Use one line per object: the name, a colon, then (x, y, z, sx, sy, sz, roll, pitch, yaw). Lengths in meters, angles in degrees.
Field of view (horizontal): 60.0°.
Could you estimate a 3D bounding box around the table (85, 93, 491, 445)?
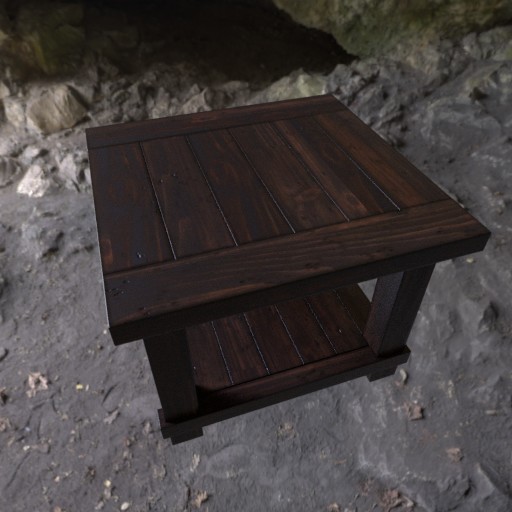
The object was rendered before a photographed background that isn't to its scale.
table: (0.000, 0.000, 0.999, 0.606, 0.437, 0.593, -13, 44, -14)
